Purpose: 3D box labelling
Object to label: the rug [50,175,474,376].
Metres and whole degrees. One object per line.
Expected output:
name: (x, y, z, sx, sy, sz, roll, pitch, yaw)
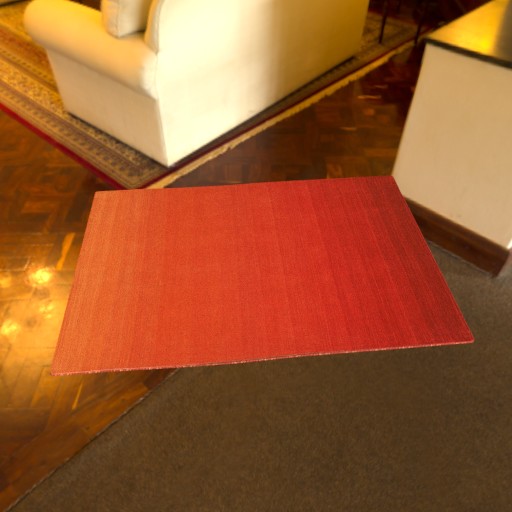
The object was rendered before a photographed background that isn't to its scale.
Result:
rug: (0.000, 0.000, 2.310, 1.835, 0.018, 1.230, -4, 47, -4)
